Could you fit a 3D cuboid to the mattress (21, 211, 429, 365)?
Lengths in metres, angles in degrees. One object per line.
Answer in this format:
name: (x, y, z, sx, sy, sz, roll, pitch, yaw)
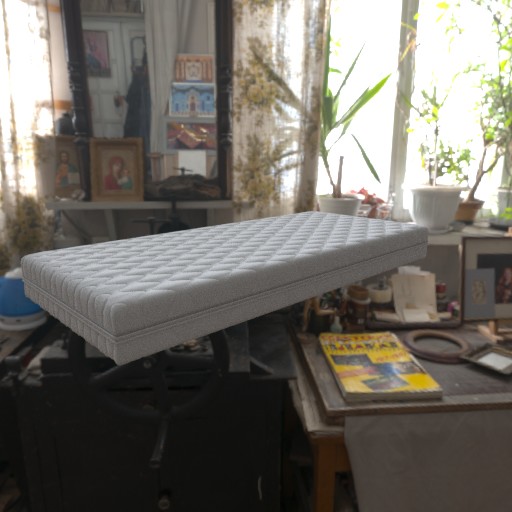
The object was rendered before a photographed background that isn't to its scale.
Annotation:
mattress: (0.000, 0.000, 2.303, 2.000, 0.200, 0.900, -13, 19, -42)
